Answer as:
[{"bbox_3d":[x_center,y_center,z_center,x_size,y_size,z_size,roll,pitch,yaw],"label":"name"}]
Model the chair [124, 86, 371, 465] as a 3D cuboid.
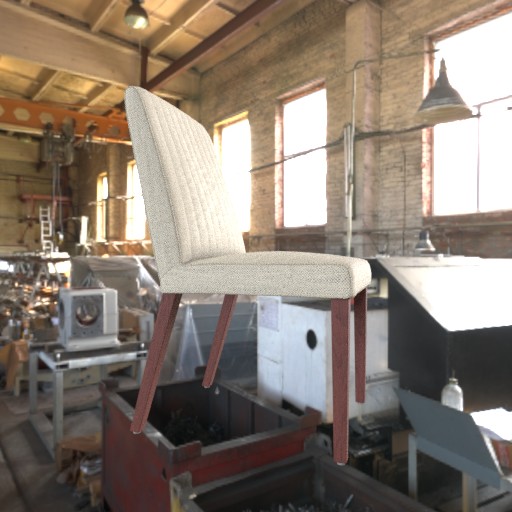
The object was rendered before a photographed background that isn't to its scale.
[{"bbox_3d":[0.000,0.000,1.244,0.594,0.900,0.480,0,0,19],"label":"chair"}]
